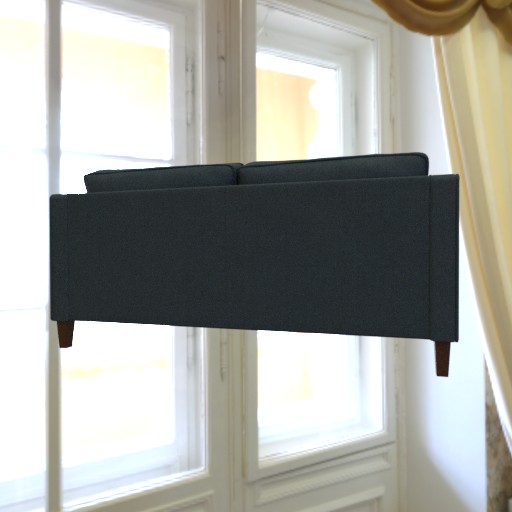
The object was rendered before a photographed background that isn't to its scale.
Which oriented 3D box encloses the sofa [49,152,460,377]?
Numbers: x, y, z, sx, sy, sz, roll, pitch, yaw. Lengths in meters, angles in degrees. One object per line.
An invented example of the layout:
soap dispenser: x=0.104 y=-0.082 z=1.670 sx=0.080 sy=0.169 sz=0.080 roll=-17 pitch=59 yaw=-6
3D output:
sofa: x=0.000 y=0.000 z=2.743 sx=2.178 sy=1.071 sz=1.066 roll=0 pitch=0 yaw=17
